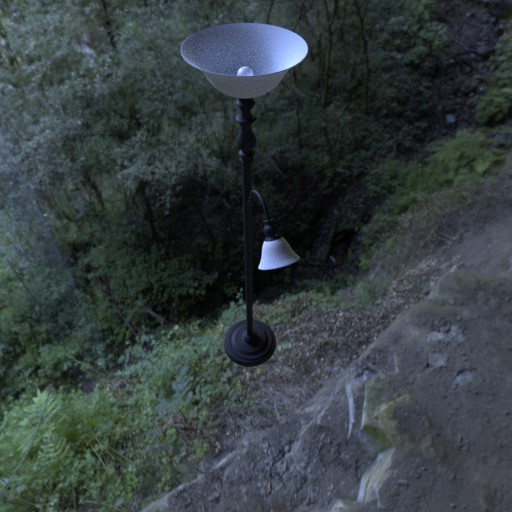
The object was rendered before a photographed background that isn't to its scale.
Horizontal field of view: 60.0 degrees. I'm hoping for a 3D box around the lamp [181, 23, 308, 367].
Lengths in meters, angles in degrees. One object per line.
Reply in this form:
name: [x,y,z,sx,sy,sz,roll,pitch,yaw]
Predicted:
lamp: [0.000,0.000,2.020,0.405,1.793,0.588,-18,50,-16]
